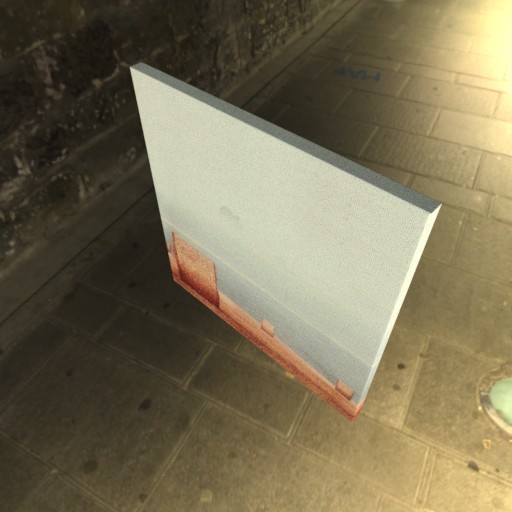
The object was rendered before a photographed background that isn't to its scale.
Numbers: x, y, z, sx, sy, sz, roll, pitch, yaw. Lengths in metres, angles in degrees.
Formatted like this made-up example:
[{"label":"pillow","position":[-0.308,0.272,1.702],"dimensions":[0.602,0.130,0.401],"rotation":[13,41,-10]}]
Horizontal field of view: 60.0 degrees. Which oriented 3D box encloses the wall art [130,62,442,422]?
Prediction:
[{"label":"wall art","position":[0.000,0.000,0.902],"dimensions":[0.605,0.605,0.034],"rotation":[34,55,28]}]
